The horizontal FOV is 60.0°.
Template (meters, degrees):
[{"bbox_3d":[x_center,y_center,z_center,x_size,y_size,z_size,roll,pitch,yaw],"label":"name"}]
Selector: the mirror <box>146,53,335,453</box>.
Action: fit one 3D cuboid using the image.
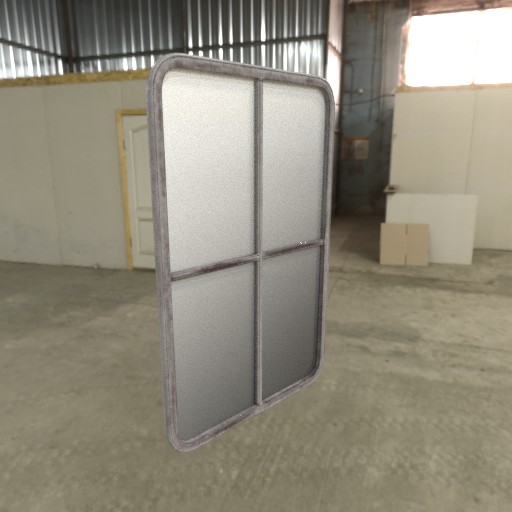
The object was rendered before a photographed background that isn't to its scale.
[{"bbox_3d":[0.000,0.000,0.893,0.461,0.713,0.024,-13,19,-42],"label":"mirror"}]
